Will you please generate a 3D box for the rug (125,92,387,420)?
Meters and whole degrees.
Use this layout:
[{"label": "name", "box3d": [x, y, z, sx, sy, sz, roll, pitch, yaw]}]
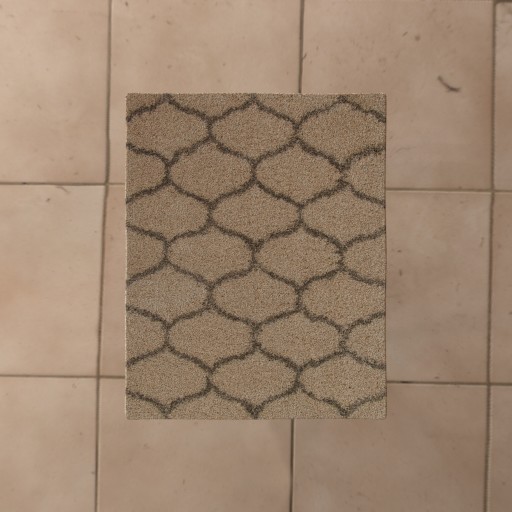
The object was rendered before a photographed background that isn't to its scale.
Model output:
[{"label": "rug", "box3d": [0.000, 0.000, 4.071, 2.399, 0.026, 3.000, 0, 90, 0]}]
